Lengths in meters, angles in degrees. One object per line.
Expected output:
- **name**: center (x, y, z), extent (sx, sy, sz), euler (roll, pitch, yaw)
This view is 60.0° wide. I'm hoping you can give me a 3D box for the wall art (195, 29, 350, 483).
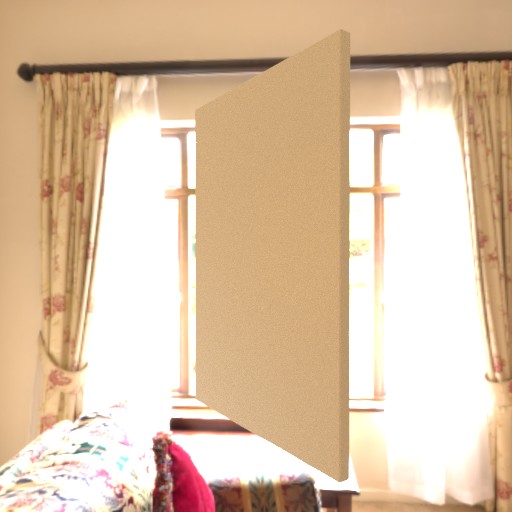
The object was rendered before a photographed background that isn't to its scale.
- **wall art**: center (0.000, 0.000, 1.489), extent (0.038, 1.183, 0.808), euler (0, 1, -35)
